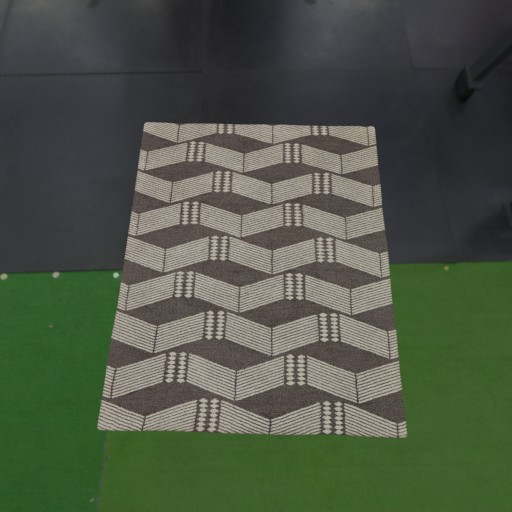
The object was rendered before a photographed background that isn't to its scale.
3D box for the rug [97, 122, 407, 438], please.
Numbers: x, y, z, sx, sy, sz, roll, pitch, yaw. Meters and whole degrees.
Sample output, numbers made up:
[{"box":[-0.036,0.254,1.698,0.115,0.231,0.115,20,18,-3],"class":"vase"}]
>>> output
[{"box":[0.000,0.000,4.085,2.438,0.016,3.048,1,66,1],"class":"rug"}]
